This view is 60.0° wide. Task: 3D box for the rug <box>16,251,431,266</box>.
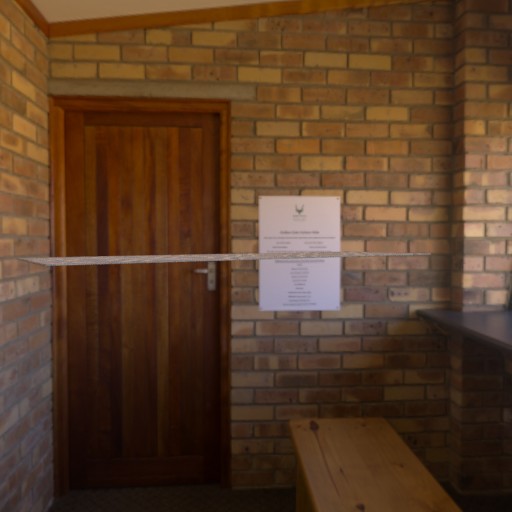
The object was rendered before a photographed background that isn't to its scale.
[{"bbox_3d":[0.000,0.000,2.449,2.275,0.009,0.684,-1,2,-36],"label":"rug"}]
